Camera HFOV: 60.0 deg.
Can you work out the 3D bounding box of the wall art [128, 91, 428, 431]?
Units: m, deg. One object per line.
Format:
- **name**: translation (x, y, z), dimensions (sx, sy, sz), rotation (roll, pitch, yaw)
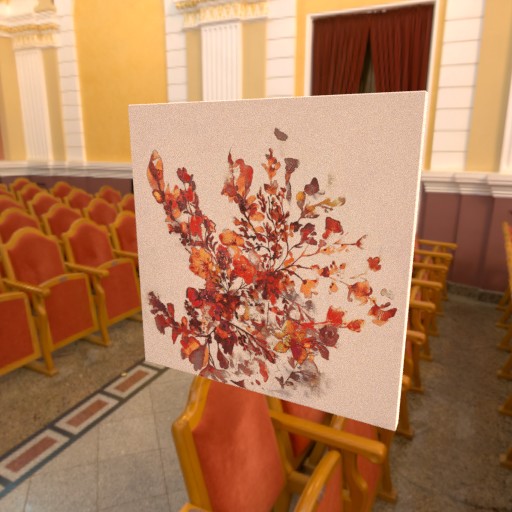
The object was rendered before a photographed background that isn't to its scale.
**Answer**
- **wall art**: translation (0.000, 0.000, 1.133), dimensions (0.757, 0.757, 0.037), rotation (7, 16, 26)
